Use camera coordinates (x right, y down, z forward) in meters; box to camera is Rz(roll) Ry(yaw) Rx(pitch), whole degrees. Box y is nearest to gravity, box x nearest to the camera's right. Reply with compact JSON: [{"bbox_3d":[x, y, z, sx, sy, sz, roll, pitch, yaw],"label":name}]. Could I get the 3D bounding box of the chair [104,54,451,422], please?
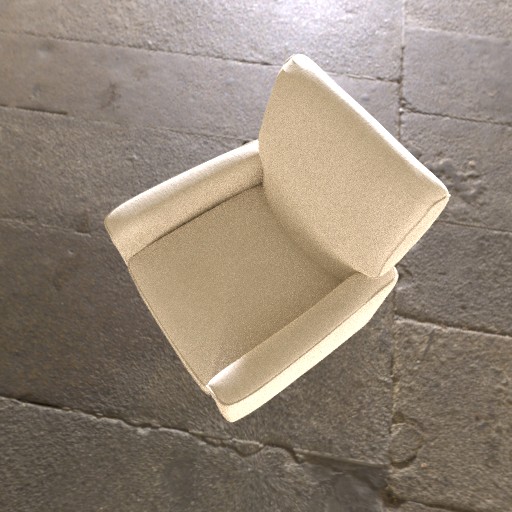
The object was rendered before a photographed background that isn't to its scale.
[{"bbox_3d":[0.000,0.000,1.644,0.858,1.028,0.841,-33,69,-15],"label":"chair"}]
